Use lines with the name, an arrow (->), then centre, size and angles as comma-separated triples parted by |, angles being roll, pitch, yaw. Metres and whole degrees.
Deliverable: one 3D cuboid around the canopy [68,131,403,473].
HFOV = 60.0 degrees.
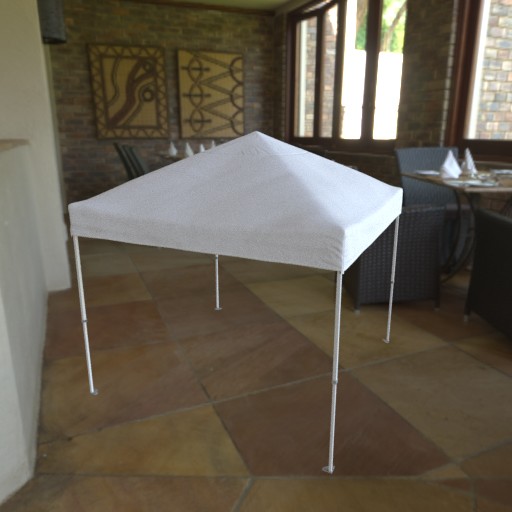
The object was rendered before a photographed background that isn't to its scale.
canopy -> 0.000, 0.000, 5.526 | 2.996, 2.997, 2.998 | 7, 17, 25
